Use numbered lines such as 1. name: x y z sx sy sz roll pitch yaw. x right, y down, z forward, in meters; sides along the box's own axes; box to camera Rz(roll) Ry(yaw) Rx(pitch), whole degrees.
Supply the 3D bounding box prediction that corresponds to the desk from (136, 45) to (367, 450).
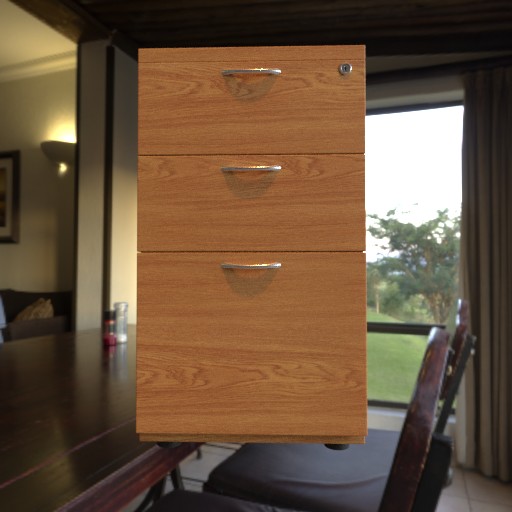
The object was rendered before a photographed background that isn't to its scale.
1. desk: 0.000 0.000 1.067 0.404 0.730 0.600 0 -1 2
